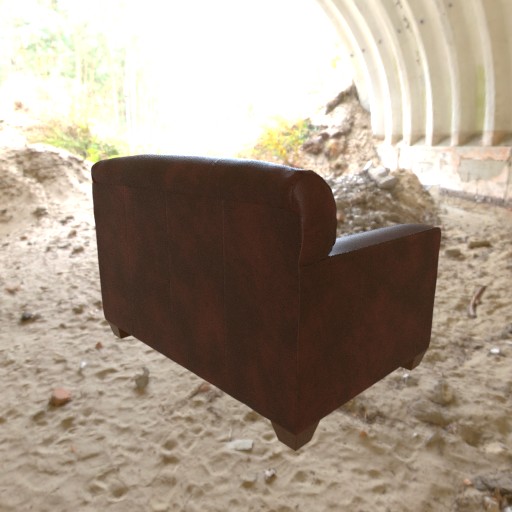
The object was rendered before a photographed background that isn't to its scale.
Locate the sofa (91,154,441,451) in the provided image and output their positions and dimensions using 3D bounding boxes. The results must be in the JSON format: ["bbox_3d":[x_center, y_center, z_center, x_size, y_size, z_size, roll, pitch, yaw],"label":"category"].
[{"bbox_3d":[0.000,0.000,2.122,1.000,0.956,1.413,-13,19,-42],"label":"sofa"}]
